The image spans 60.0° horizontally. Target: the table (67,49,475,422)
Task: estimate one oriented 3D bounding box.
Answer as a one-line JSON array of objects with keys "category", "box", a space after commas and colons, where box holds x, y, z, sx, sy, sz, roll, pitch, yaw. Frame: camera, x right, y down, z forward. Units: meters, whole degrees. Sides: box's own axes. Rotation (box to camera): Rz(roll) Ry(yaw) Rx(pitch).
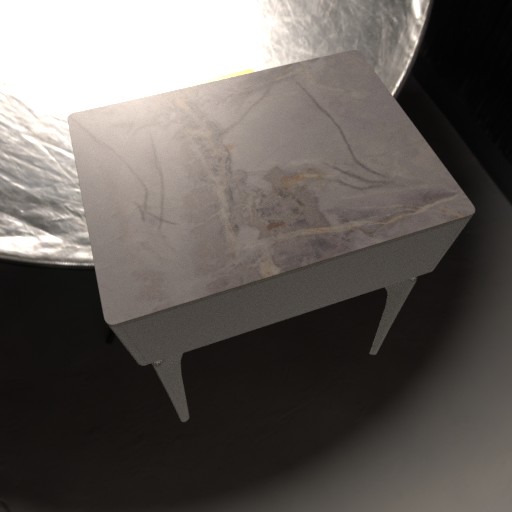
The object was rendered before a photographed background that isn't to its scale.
[{"category": "table", "box": [0.000, 0.000, 0.891, 0.500, 0.570, 0.400, -17, 61, -10]}]
